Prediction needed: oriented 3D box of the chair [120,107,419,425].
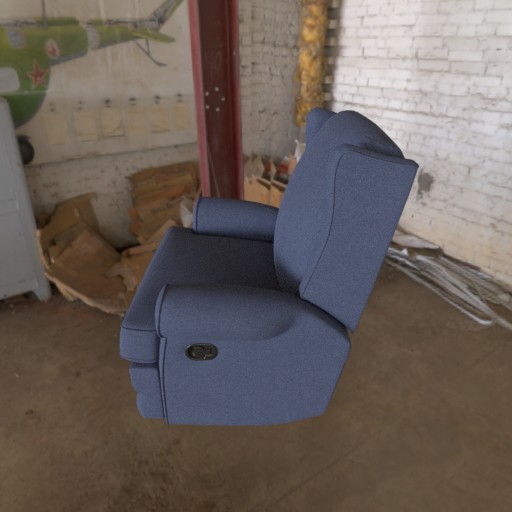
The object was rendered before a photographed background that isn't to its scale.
[{"bbox_3d":[0.000,0.000,1.692,0.877,1.020,0.971,0,26,1],"label":"chair"}]
